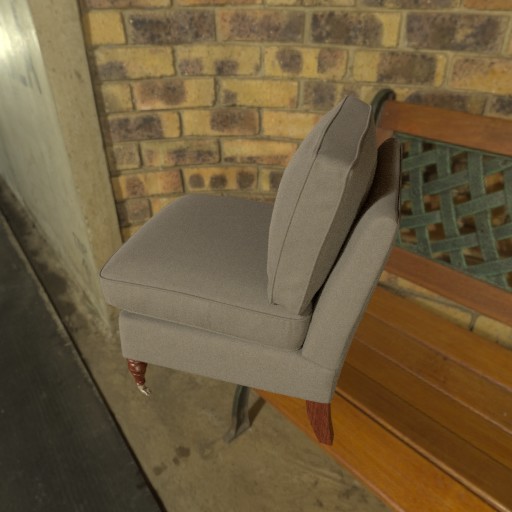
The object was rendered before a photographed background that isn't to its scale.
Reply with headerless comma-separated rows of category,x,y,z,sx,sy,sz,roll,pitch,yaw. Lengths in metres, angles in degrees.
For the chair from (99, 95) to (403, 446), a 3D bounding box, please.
chair,0.000,0.000,1.644,0.924,1.045,0.724,9,32,14
